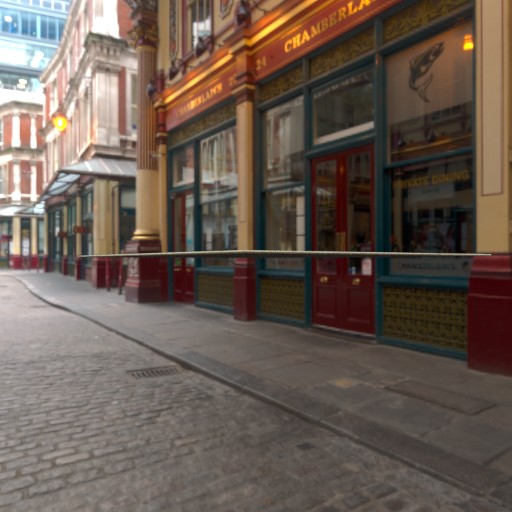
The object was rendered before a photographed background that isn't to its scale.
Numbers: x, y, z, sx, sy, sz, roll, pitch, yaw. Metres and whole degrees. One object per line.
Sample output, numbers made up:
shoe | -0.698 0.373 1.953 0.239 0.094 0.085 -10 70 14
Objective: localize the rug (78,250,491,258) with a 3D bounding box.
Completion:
rug | 0.000 0.000 4.193 2.452 0.016 3.204 0 -1 -36
